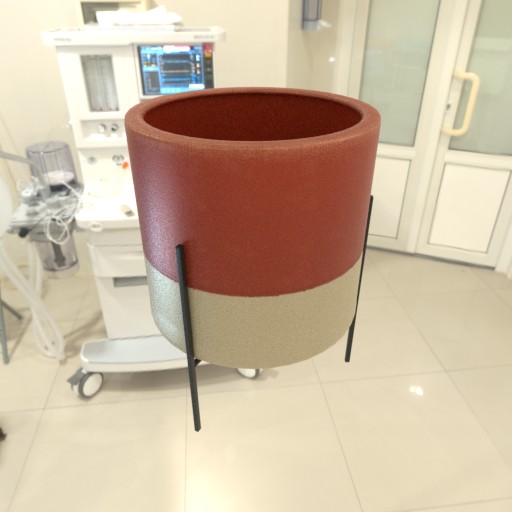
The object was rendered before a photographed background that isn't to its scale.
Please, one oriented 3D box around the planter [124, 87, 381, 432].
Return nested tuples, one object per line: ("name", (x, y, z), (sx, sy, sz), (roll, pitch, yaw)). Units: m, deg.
("planter", (0.000, 0.000, 0.722), (0.354, 0.465, 0.345), (0, 31, 0))
